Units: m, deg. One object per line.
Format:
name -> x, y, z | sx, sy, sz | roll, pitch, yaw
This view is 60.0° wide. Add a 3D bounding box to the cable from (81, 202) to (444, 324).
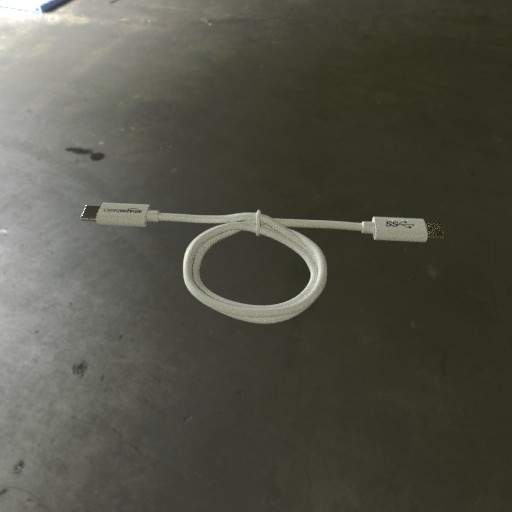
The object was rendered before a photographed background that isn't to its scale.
cable -> 0.000, 0.000, 0.210 | 0.186, 0.014, 0.070 | 3, 48, 3
